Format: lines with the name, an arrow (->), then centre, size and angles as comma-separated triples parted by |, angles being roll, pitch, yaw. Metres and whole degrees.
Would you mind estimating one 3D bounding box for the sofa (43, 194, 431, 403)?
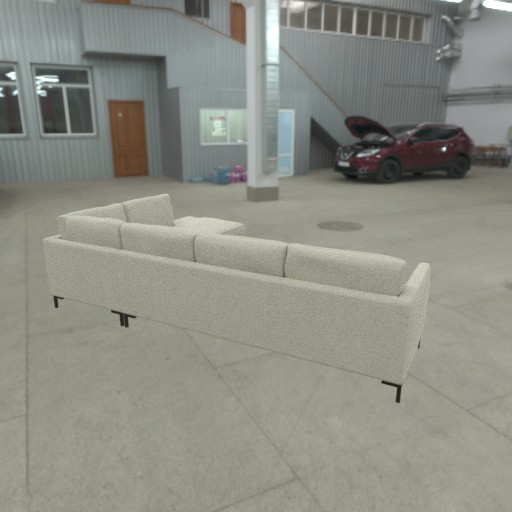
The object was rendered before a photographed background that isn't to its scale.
sofa -> 0.000, 0.000, 3.855 | 2.949, 0.815, 2.007 | 9, 19, 27
